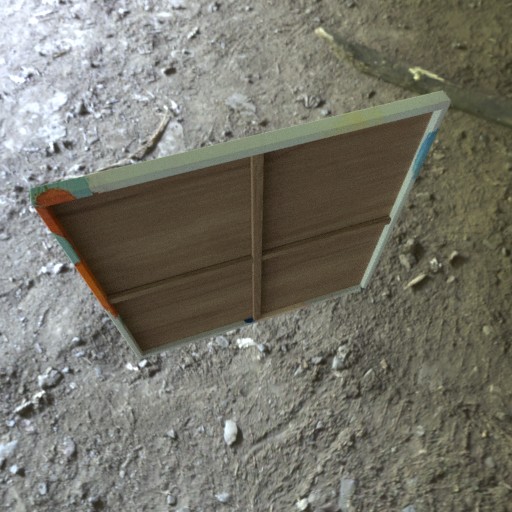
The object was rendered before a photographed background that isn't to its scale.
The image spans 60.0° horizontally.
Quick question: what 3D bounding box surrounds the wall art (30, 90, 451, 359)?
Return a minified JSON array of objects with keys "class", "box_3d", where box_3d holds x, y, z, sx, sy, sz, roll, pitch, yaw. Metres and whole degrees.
[{"class":"wall art","box_3d":[0.000,0.000,1.462,1.017,1.017,0.044,-16,60,-10]}]
